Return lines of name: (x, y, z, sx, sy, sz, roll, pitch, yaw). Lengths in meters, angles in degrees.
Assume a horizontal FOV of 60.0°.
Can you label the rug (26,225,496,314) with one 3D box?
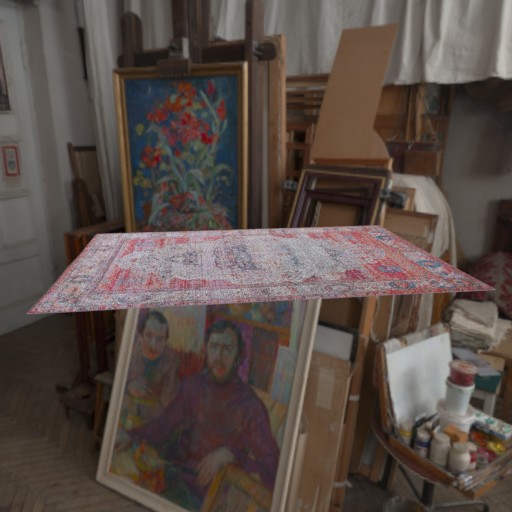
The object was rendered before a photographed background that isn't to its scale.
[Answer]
rug: (0.000, 0.000, 2.281, 1.829, 0.006, 1.219, -2, 17, -7)
